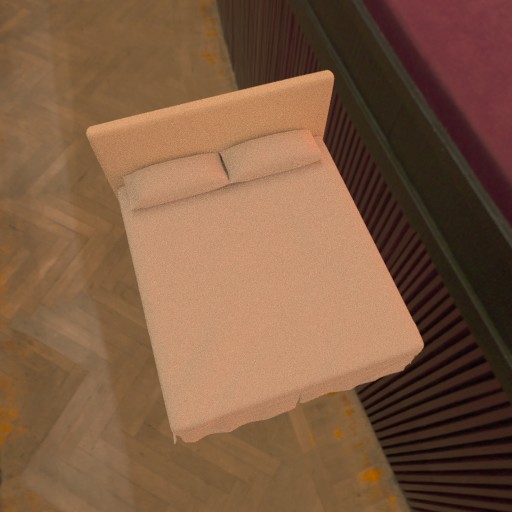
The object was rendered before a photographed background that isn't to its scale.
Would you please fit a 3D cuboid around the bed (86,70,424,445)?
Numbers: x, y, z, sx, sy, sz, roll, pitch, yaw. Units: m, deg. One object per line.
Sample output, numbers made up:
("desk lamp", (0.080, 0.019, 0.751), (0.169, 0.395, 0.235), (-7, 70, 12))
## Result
("bed", (0.000, 0.000, 3.629), (2.119, 1.317, 2.341), (-16, 65, -8))
